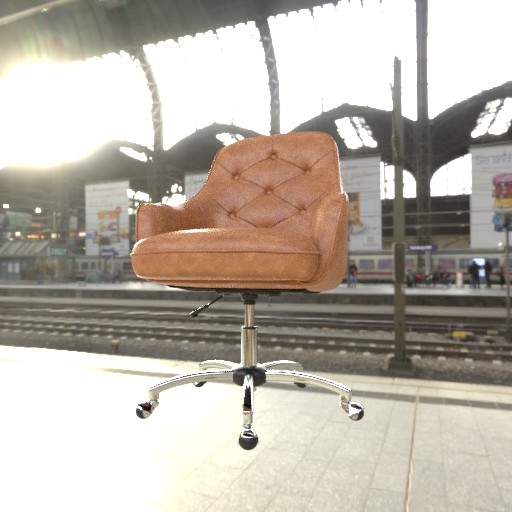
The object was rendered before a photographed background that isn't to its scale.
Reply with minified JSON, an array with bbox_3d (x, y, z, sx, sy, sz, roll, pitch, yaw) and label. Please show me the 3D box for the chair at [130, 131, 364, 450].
[{"bbox_3d":[0.000,0.000,1.329,0.628,0.909,0.615,-1,-2,19],"label":"chair"}]
